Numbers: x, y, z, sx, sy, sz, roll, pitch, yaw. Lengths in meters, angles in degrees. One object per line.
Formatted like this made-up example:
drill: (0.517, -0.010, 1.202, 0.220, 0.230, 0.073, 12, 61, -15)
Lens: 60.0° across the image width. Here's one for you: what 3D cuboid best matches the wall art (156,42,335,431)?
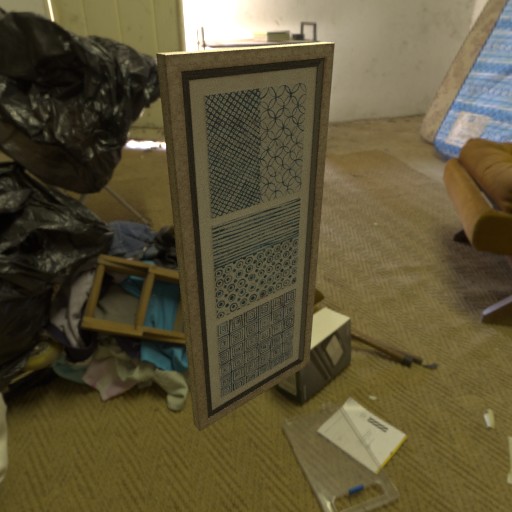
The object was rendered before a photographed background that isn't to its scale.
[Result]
wall art: (0.000, 0.000, 1.710, 0.648, 1.461, 0.051, -22, 36, -33)
